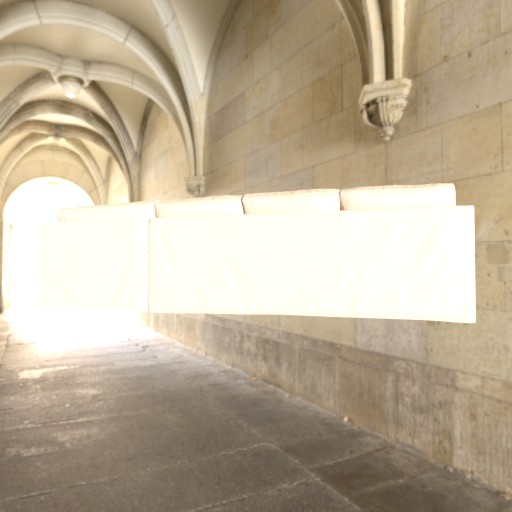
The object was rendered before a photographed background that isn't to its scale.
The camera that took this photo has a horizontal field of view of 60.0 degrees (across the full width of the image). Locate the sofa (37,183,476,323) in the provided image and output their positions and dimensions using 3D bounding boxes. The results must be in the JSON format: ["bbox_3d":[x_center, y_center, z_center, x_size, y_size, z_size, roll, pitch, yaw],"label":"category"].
[{"bbox_3d":[0.000,0.000,3.808,3.206,0.871,1.622,-1,-2,18],"label":"sofa"}]
